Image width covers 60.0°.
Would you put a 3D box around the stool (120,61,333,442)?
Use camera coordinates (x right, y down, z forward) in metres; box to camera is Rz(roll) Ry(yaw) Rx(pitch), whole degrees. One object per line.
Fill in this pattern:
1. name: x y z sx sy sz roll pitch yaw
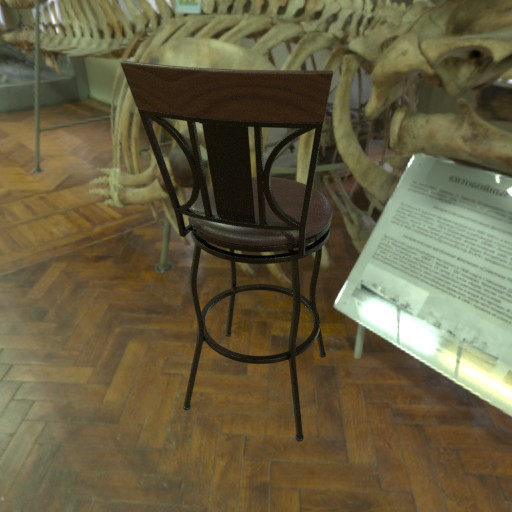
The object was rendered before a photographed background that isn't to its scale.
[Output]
1. stool: 0.000 0.000 1.349 0.448 1.130 0.513 9 32 15
